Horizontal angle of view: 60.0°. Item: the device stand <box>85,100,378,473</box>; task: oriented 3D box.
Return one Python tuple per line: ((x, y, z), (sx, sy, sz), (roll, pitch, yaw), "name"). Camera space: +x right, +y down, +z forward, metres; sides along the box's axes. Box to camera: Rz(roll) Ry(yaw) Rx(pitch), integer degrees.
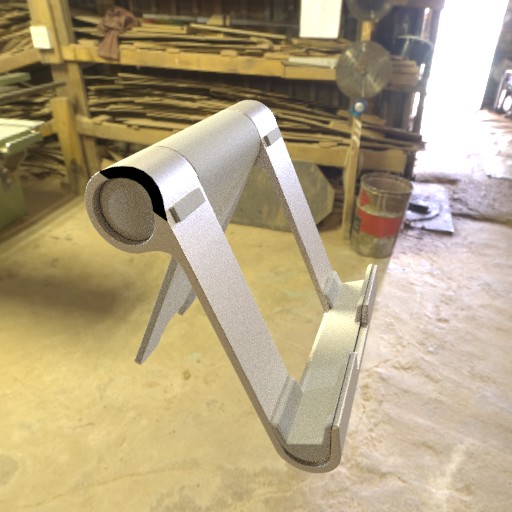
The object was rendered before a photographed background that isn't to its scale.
((0.000, 0.000, 0.149), (0.079, 0.084, 0.086), (10, 31, 17), "device stand")
